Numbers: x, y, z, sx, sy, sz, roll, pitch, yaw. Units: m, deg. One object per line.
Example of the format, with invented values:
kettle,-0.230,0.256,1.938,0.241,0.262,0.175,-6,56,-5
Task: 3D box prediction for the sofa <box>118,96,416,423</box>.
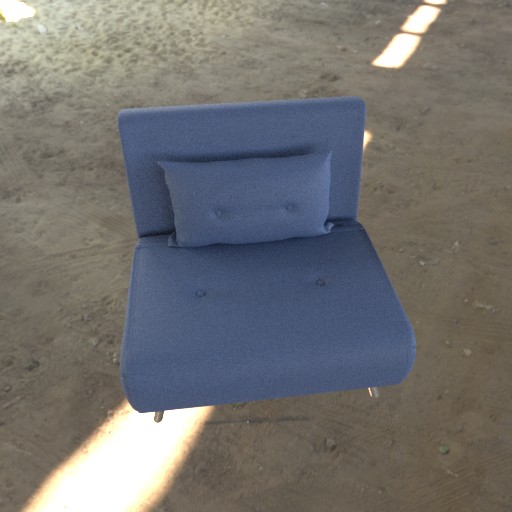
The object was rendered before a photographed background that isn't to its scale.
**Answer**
sofa,0.000,0.000,1.743,0.999,0.860,0.996,-5,45,-5
